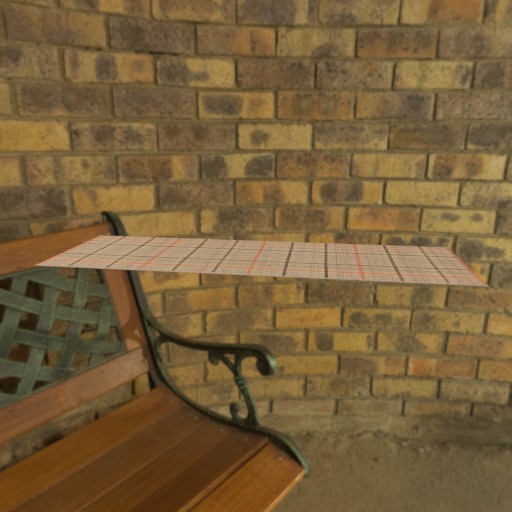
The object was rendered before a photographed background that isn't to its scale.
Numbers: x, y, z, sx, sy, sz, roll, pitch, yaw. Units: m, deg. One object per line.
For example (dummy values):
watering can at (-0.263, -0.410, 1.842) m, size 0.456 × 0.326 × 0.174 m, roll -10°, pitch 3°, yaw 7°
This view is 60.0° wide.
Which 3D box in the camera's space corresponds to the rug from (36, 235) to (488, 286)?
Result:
rug at (0.000, 0.000, 2.734) m, size 2.439 × 0.008 × 0.762 m, roll 2°, pitch 16°, yaw 8°
